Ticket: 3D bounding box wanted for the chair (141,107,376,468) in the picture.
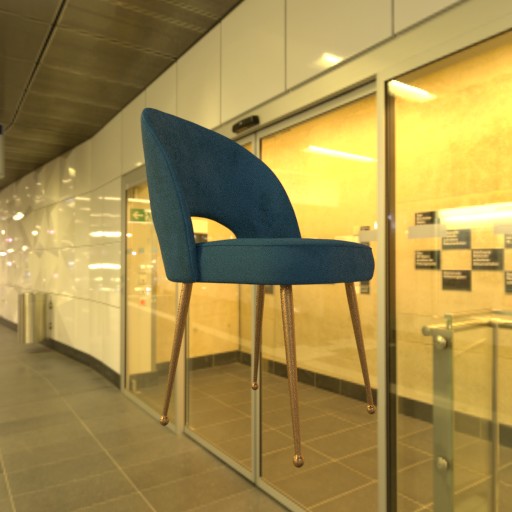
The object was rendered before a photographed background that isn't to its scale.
[{"bbox_3d":[0.000,0.000,1.206,0.577,0.860,0.527,-1,-1,36],"label":"chair"}]
